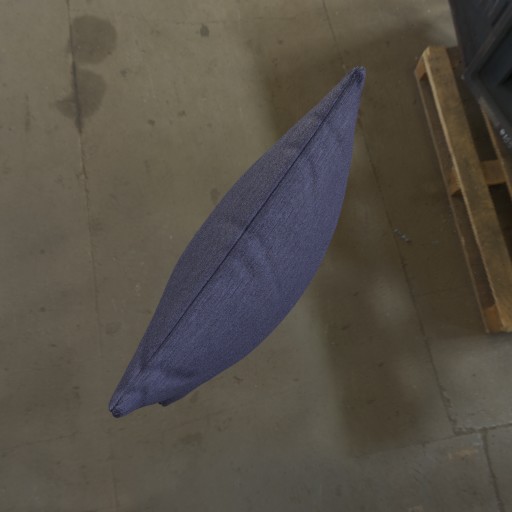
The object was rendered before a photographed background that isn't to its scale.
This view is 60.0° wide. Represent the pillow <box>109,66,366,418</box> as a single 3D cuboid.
[{"bbox_3d":[0.000,0.000,0.785,0.210,0.338,0.633,33,76,9],"label":"pillow"}]
